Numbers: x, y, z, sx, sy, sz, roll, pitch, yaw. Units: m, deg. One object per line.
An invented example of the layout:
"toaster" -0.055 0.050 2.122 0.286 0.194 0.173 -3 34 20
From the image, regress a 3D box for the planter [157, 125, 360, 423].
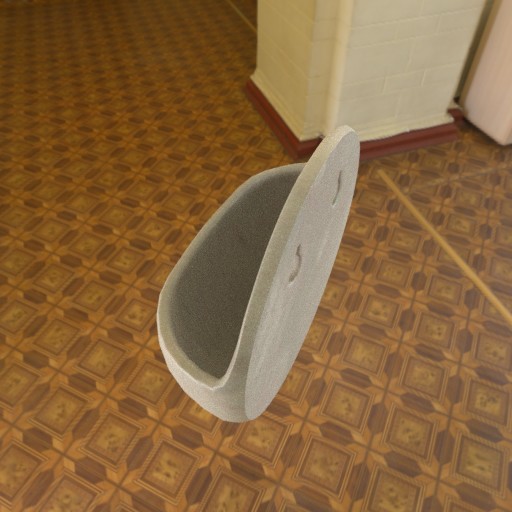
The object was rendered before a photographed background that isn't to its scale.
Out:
"planter" 0.000 0.000 0.271 0.073 0.164 0.190 19 50 17
